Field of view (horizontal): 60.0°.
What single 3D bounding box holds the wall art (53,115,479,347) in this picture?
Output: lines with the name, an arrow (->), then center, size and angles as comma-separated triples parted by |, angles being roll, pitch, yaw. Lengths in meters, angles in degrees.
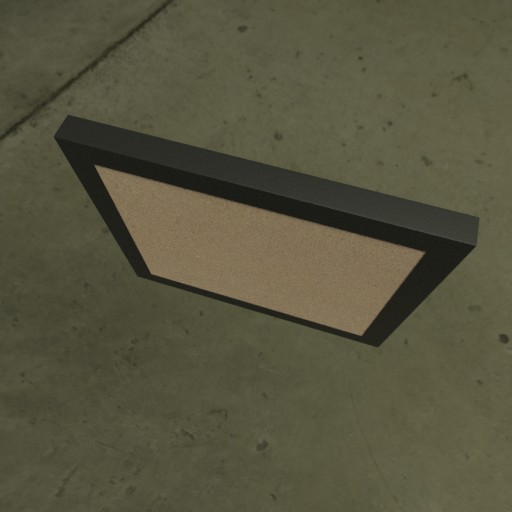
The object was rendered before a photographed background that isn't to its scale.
wall art -> 0.000, 0.000, 0.531 | 0.381, 0.321, 0.028 | 16, 65, 8
